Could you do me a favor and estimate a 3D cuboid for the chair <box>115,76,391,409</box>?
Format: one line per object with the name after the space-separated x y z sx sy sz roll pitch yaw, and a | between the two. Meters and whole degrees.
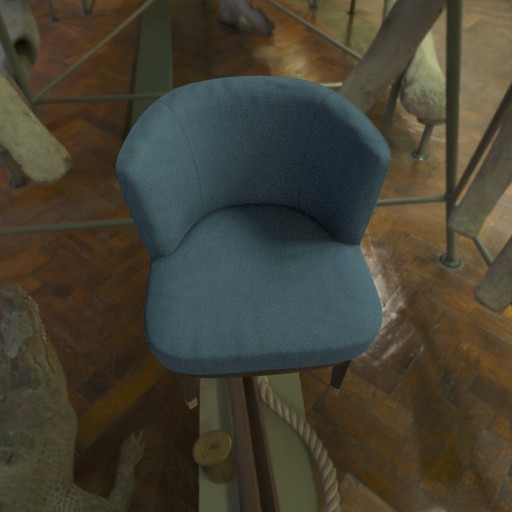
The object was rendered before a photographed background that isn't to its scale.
0.000 0.000 1.294 0.661 0.760 0.702 -4 48 -4 | chair
